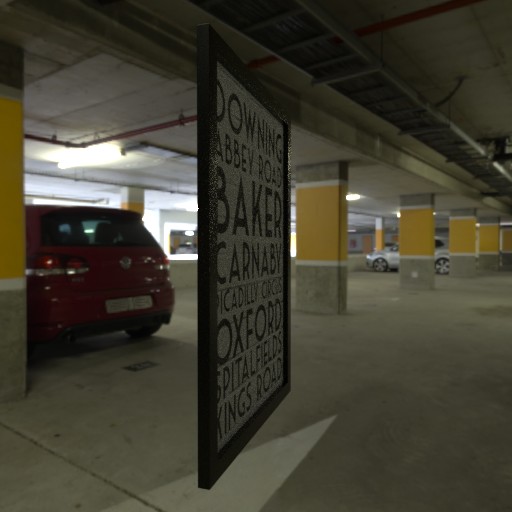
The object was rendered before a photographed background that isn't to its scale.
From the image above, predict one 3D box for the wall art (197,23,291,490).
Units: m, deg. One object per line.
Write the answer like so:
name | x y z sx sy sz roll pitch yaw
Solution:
wall art | 0.000 0.000 0.555 0.013 0.432 0.304 0 1 19
